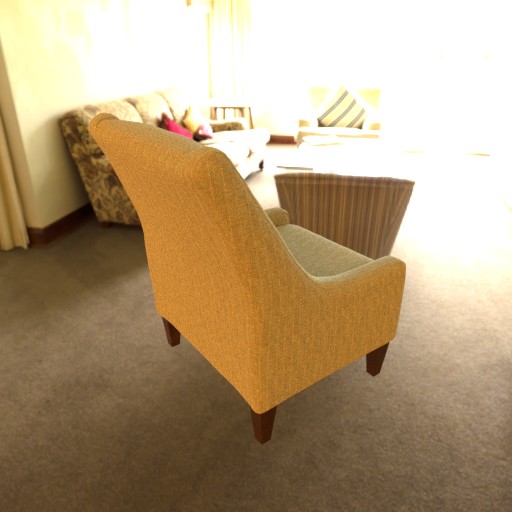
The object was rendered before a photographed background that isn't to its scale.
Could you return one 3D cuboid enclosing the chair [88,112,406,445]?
[{"bbox_3d":[0.000,0.000,1.657,0.870,1.014,0.774,-18,31,-32],"label":"chair"}]
